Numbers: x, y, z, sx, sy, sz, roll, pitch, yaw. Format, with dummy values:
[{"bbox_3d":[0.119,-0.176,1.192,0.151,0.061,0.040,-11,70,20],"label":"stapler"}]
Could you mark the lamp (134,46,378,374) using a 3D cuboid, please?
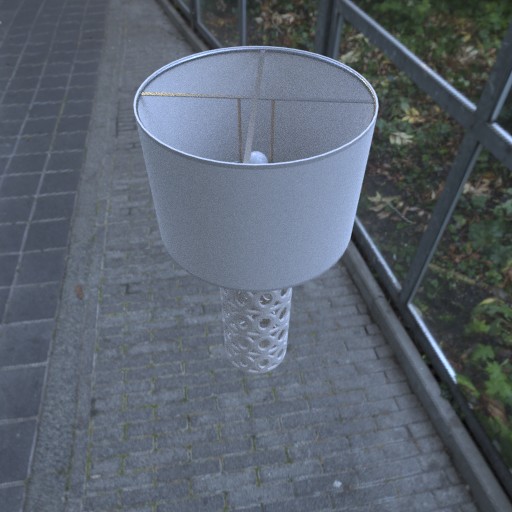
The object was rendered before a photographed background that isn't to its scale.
[{"bbox_3d":[0.000,0.000,0.830,0.325,0.636,0.324,3,47,3],"label":"lamp"}]
